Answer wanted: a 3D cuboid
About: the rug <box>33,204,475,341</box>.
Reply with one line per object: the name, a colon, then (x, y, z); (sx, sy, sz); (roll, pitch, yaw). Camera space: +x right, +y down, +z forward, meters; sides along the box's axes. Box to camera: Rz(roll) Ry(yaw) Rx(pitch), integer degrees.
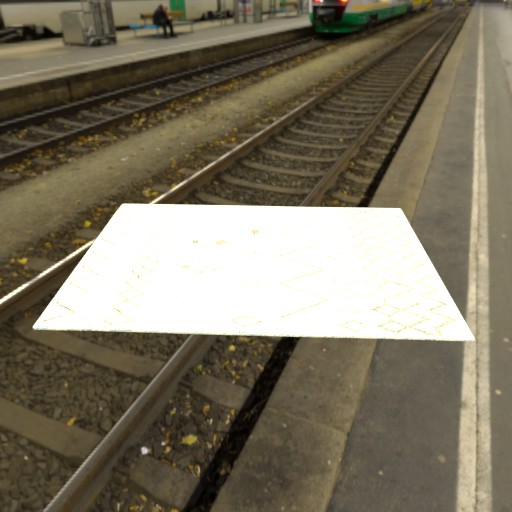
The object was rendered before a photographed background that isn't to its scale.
rug: (0.000, 0.000, 2.357); (1.820, 0.009, 1.260); (1, 31, 2)
